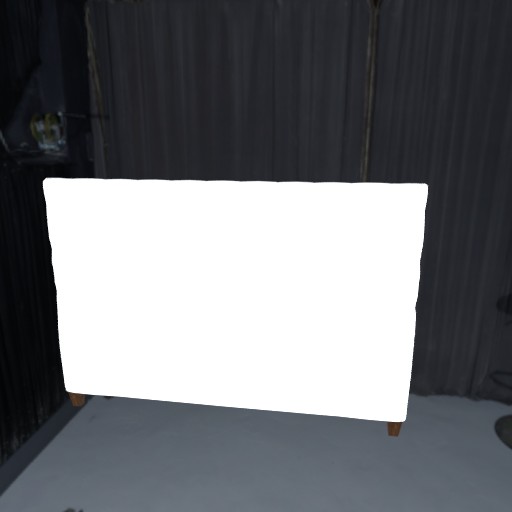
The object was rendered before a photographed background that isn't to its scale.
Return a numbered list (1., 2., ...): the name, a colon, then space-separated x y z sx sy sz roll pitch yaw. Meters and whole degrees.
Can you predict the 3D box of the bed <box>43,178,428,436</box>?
1. bed: 0.000 0.000 3.596 2.078 1.427 2.387 2 15 8
